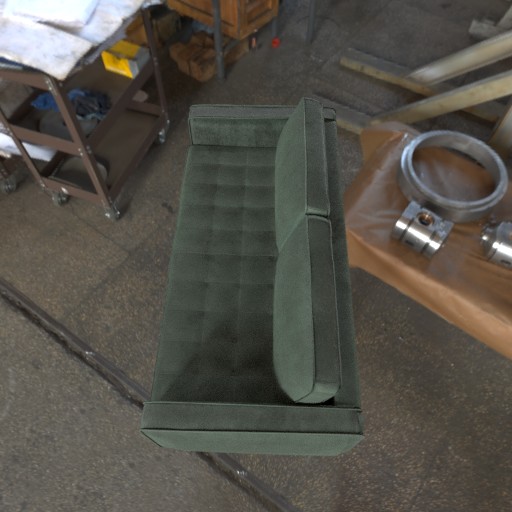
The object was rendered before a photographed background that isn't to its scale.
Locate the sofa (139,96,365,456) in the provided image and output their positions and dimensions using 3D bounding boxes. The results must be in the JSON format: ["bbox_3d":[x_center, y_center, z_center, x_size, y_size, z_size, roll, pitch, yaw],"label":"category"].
[{"bbox_3d":[0.000,0.000,2.272,0.886,0.781,1.816,2,59,1],"label":"sofa"}]
